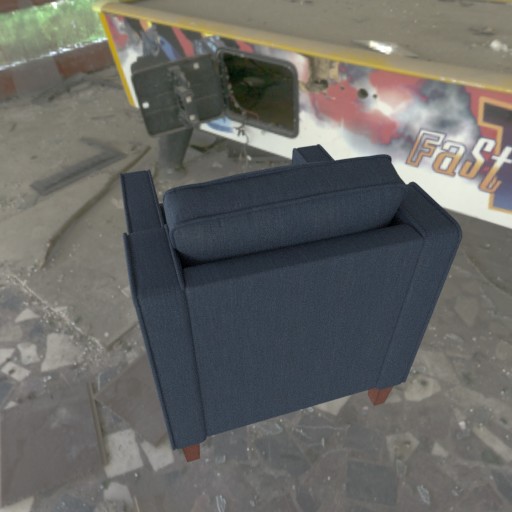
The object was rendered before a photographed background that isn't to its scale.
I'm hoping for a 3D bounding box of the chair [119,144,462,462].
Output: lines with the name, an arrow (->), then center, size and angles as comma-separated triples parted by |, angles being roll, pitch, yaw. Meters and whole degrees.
chair -> 0.000, 0.000, 1.578 | 0.831, 0.960, 0.909 | -11, 42, -13
